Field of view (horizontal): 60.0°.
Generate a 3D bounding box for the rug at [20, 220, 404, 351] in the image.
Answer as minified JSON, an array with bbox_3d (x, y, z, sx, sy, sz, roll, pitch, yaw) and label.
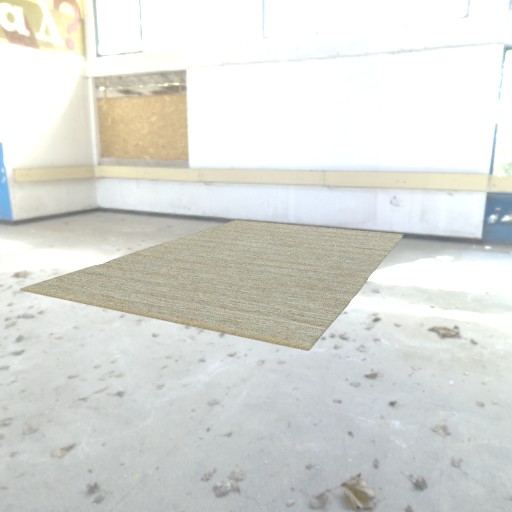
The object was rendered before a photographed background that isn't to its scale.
[{"bbox_3d":[0.000,0.000,2.324,1.240,0.010,1.824,7,16,25],"label":"rug"}]
